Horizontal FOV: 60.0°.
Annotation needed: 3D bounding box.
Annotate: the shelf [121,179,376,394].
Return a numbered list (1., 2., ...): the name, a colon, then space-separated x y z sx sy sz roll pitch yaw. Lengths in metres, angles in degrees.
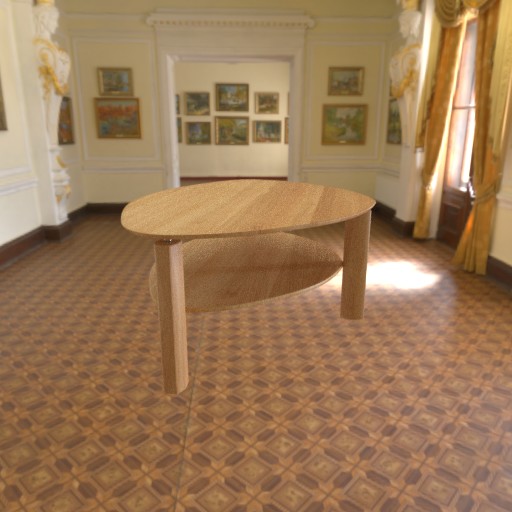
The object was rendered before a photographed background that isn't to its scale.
1. shelf: 0.000 0.000 1.671 0.845 0.440 1.246 3 16 10
